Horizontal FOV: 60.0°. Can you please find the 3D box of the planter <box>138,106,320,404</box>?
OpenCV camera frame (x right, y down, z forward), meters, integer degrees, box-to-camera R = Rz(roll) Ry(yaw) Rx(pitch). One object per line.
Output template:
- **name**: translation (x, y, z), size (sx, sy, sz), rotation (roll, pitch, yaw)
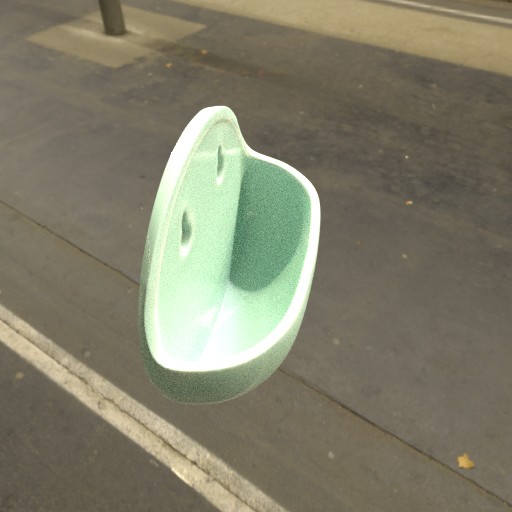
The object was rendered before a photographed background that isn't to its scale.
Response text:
- **planter**: translation (0.000, 0.000, 0.272), size (0.073, 0.164, 0.189), rotation (9, 46, 9)
